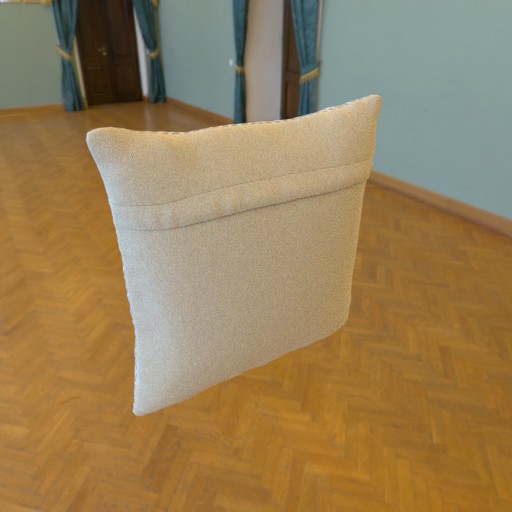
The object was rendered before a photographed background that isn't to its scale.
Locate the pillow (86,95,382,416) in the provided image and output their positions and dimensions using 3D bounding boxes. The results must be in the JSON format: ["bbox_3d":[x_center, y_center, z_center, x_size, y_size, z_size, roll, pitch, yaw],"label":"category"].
[{"bbox_3d":[0.000,0.000,0.707,0.459,0.458,0.181,-18,33,-29],"label":"pillow"}]
